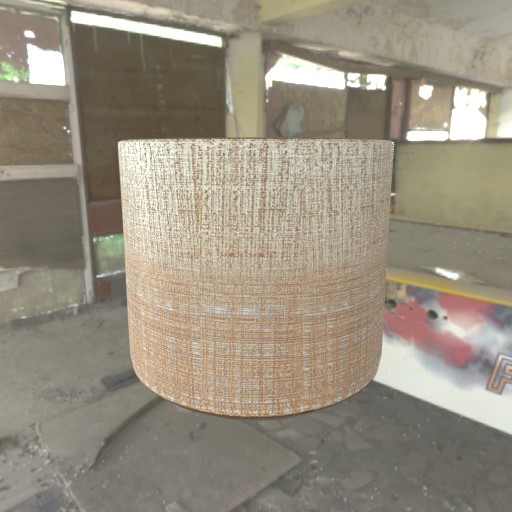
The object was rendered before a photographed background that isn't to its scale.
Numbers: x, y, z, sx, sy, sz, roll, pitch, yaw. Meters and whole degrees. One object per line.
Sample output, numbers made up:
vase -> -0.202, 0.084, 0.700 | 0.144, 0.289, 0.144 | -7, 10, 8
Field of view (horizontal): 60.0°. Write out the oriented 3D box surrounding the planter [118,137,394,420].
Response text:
planter -> 0.000, 0.000, 0.190 | 0.109, 0.096, 0.109 | 0, 14, 0
